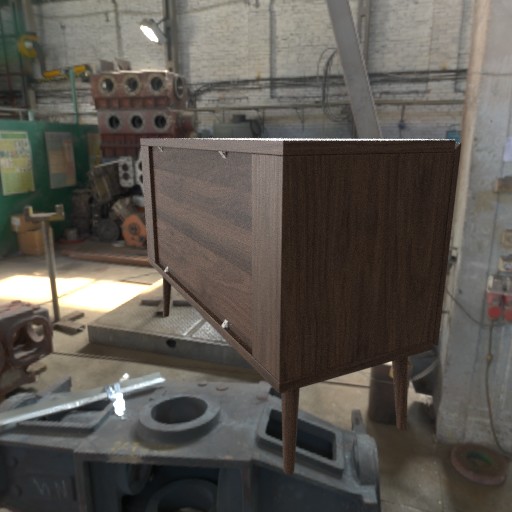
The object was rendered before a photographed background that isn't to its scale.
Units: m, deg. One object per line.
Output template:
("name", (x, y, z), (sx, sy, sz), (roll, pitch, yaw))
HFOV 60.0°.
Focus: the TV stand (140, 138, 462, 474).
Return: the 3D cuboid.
("TV stand", (0.000, 0.000, 1.292), (0.405, 0.660, 0.990), (-7, 17, -26))
